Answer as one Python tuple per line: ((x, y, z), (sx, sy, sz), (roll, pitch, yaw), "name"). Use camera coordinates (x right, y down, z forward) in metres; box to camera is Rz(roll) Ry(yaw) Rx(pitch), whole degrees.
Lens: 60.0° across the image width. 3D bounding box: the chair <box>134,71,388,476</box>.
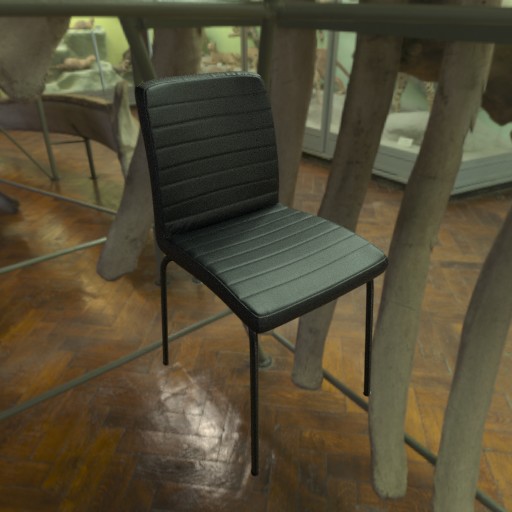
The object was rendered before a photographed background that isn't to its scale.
((0.000, 0.000, 1.211), (0.450, 0.872, 0.572), (-21, 36, -32), "chair")
